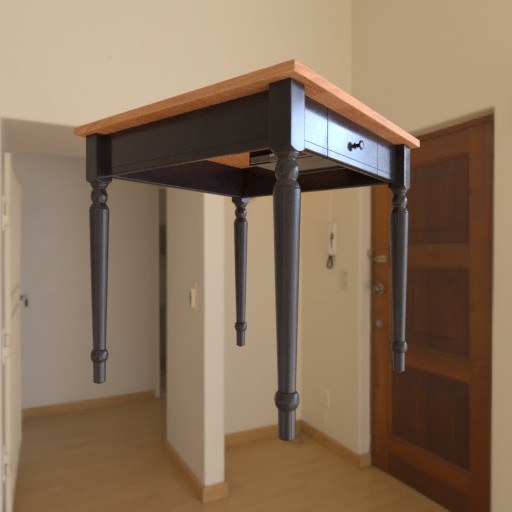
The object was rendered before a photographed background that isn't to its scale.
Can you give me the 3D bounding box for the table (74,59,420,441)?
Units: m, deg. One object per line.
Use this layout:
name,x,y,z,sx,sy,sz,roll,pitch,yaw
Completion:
table,0.000,0.000,1.347,0.747,0.738,0.747,0,0,37
